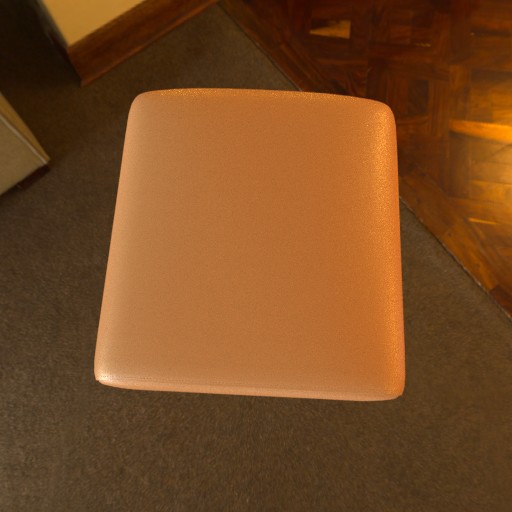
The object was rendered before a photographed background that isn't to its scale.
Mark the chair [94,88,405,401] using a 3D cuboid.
[{"bbox_3d":[0.000,0.000,0.884,0.530,0.410,0.530,3,75,1],"label":"chair"}]
